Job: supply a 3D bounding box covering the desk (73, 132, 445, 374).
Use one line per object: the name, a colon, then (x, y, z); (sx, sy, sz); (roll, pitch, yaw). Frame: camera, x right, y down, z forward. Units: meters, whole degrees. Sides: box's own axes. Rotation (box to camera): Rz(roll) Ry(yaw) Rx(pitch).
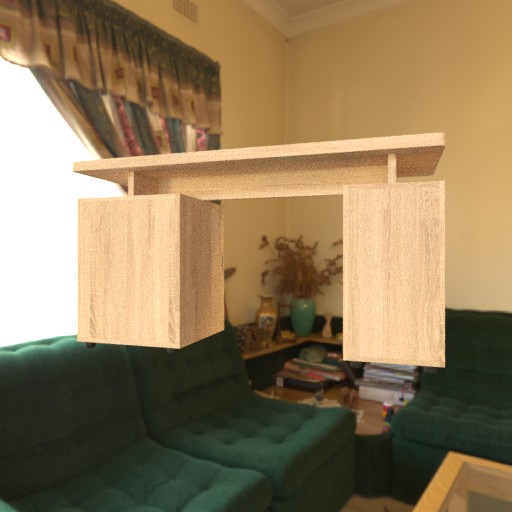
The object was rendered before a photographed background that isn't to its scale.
desk: (0.000, 0.000, 1.832); (1.400, 0.760, 0.550); (0, 0, 18)
